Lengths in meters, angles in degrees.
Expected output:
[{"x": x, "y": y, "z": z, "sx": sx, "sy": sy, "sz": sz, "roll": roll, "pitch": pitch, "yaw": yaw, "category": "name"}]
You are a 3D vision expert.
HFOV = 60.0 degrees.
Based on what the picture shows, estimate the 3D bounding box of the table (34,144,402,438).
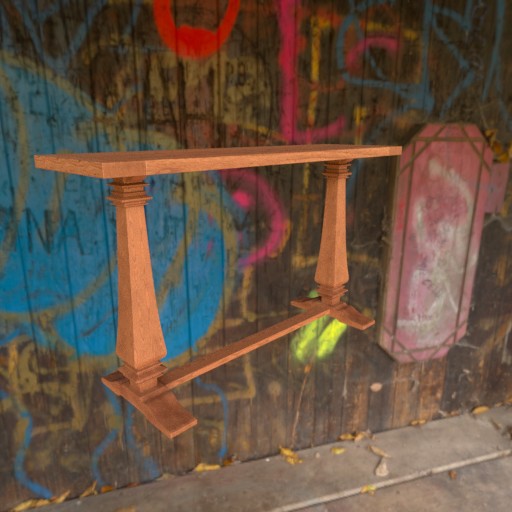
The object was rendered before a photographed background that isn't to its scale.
[{"x": 0.000, "y": 0.000, "z": 1.827, "sx": 1.478, "sy": 0.852, "sz": 0.461, "roll": -15, "pitch": 22, "yaw": -43, "category": "table"}]
